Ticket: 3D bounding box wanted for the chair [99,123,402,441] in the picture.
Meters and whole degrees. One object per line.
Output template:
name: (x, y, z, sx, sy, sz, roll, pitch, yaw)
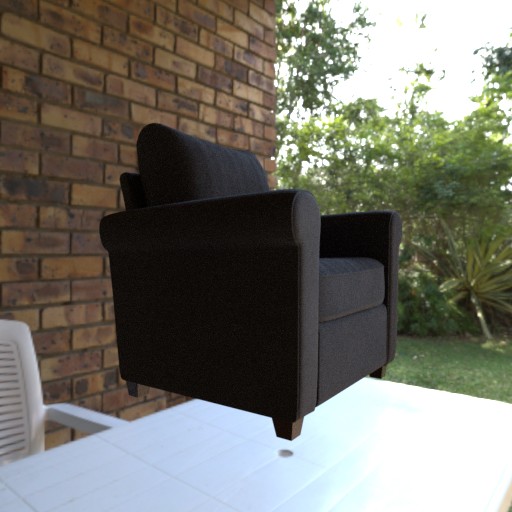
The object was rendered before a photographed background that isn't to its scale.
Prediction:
chair: (0.000, 0.000, 1.639, 0.828, 0.942, 0.867, 0, 1, 35)
